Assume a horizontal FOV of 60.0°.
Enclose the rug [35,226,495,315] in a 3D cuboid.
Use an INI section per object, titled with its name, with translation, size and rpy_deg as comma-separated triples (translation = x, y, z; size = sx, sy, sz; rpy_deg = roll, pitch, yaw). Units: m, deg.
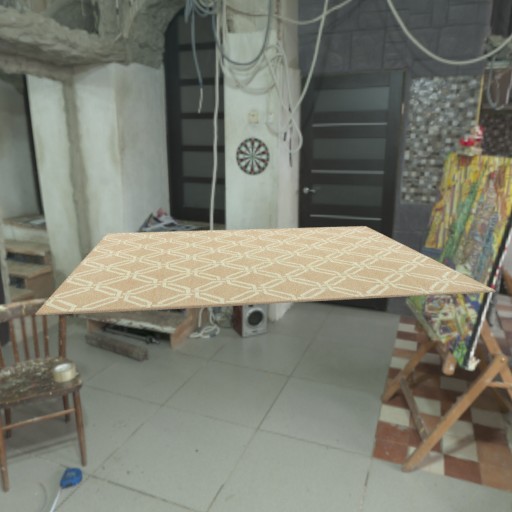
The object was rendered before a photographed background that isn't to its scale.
[rug]
translation = 0.000, 0.000, 3.840
size = 2.895, 0.018, 2.288
rpy_deg = -2, 15, -8
